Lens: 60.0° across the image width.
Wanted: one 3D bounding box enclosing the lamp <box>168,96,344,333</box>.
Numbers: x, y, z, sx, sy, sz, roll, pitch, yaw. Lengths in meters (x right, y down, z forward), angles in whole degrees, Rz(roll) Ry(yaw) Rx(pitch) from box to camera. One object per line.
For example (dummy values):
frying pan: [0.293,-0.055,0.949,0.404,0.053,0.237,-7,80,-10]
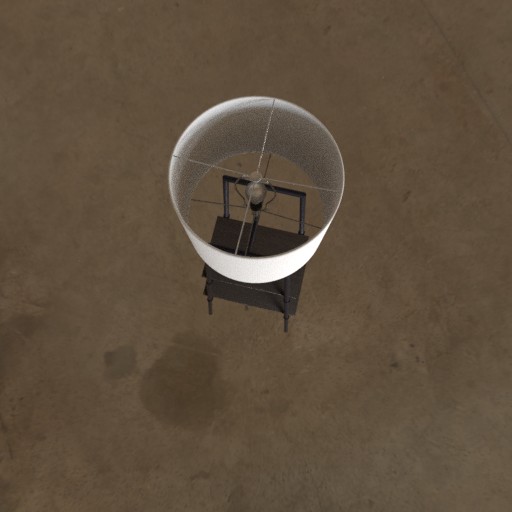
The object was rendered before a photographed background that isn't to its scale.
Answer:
lamp: [0.000,0.000,1.657,0.427,1.474,0.384,13,77,3]
